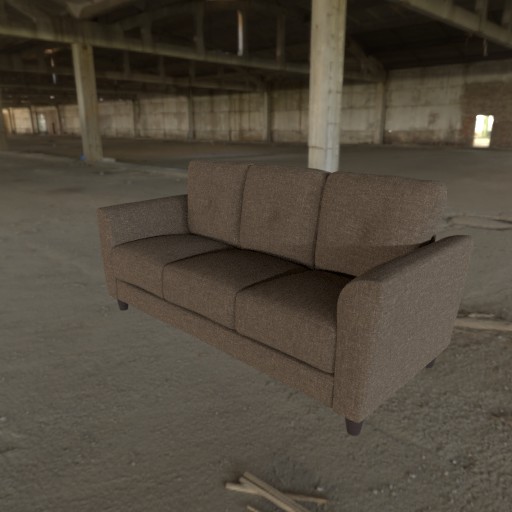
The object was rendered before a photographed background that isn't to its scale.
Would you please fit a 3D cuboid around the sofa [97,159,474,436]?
[{"bbox_3d":[0.000,0.000,2.303,1.847,0.891,0.837,15,23,42],"label":"sofa"}]
